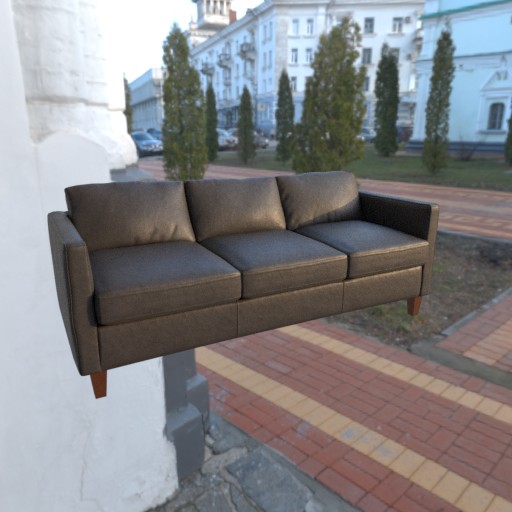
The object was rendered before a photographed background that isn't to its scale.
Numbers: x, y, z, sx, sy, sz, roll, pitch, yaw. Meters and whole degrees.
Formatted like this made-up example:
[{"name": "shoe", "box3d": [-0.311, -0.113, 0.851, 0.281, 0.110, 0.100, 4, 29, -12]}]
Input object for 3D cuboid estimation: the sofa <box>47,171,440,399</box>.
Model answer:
[{"name": "sofa", "box3d": [0.000, 0.000, 2.998, 2.464, 1.006, 1.045, -8, 18, -27]}]
